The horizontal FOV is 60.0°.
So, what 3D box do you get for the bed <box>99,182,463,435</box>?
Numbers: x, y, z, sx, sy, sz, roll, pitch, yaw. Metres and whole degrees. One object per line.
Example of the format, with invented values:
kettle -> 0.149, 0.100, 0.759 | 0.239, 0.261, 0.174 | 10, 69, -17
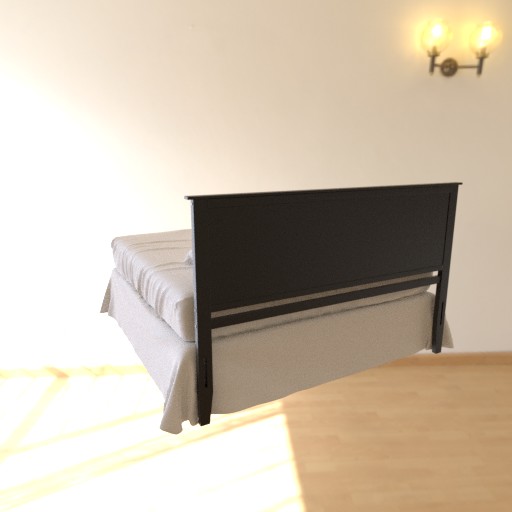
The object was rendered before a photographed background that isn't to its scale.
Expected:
bed -> 0.000, 0.000, 3.669 | 2.315, 1.271, 2.219 | -7, 15, -28
